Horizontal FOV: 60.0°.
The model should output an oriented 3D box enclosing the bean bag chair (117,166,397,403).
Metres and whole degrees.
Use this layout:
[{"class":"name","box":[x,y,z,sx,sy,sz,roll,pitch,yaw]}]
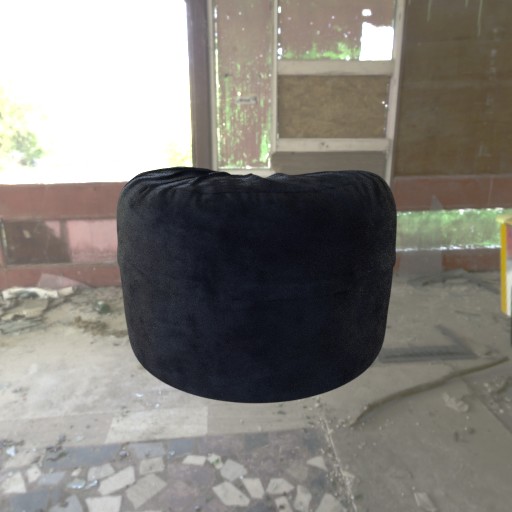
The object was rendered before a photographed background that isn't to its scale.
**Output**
[{"class":"bean bag chair","box":[0.000,0.000,1.532,0.918,0.616,0.918,0,17,0]}]
